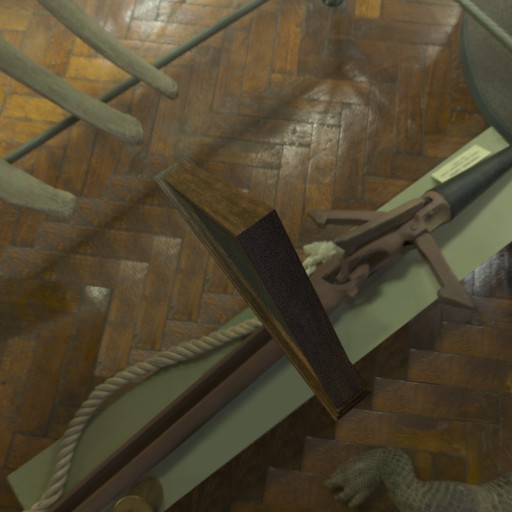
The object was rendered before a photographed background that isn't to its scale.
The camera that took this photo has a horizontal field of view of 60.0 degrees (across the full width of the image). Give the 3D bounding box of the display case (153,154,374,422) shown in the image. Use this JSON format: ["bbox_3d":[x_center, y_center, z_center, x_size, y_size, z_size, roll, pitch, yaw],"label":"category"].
[{"bbox_3d":[0.000,0.000,0.767,0.095,0.340,0.640,-36,77,-9],"label":"display case"}]
